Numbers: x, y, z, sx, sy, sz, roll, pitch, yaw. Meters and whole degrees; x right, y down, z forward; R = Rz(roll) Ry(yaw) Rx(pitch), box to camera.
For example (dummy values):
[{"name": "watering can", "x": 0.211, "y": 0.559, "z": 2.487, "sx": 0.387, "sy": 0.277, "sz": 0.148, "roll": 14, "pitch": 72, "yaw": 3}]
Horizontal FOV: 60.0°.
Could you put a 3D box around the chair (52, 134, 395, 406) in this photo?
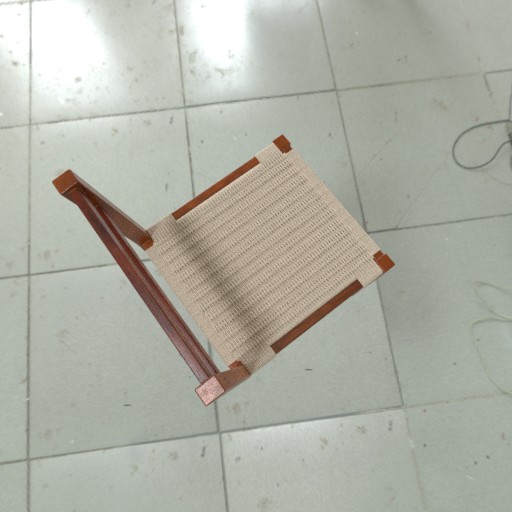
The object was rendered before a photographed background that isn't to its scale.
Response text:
[{"name": "chair", "x": 0.000, "y": 0.000, "z": 1.210, "sx": 0.569, "sy": 0.851, "sz": 0.495, "roll": -36, "pitch": 77, "yaw": -9}]
